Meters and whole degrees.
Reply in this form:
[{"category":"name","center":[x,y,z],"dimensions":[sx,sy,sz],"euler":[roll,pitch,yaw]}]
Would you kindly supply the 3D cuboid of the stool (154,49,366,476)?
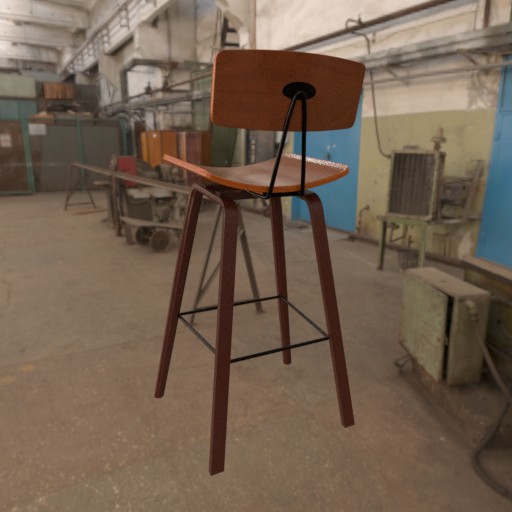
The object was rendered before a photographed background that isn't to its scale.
[{"category":"stool","center":[0.000,0.000,1.224],"dimensions":[0.509,0.969,0.440],"euler":[-7,16,-26]}]
